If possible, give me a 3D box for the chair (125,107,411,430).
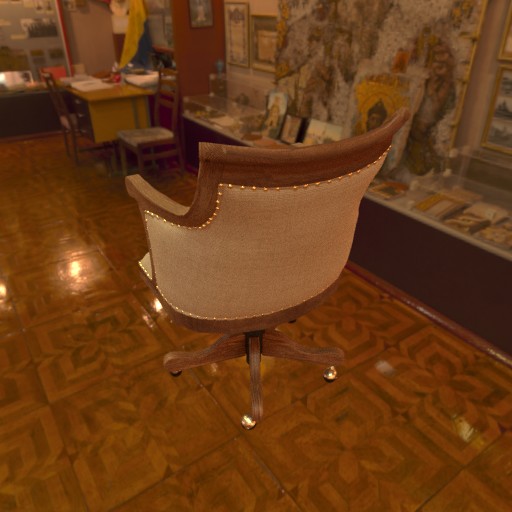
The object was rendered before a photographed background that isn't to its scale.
[{"bbox_3d":[0.000,0.000,1.446,0.656,0.965,0.689,-18,35,-28],"label":"chair"}]
